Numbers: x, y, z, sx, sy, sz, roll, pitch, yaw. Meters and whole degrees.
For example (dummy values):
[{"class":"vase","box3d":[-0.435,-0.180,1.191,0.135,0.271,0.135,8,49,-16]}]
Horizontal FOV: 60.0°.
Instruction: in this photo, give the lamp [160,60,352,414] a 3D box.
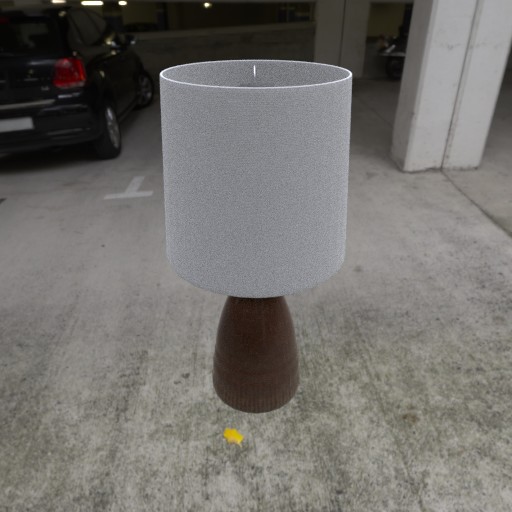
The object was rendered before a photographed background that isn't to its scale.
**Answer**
[{"class":"lamp","box3d":[0.000,0.000,0.476,0.186,0.369,0.186,0,30,0]}]
